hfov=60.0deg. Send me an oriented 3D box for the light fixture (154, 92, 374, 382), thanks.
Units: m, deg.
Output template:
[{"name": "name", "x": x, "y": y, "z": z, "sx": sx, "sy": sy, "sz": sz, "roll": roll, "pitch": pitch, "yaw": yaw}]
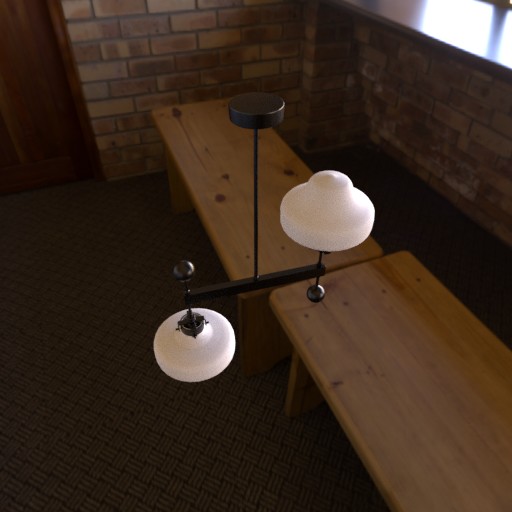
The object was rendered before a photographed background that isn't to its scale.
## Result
[{"name": "light fixture", "x": 0.000, "y": 0.000, "z": 1.053, "sx": 0.422, "sy": 0.743, "sz": 0.489, "roll": 26, "pitch": 47, "yaw": 27}]
